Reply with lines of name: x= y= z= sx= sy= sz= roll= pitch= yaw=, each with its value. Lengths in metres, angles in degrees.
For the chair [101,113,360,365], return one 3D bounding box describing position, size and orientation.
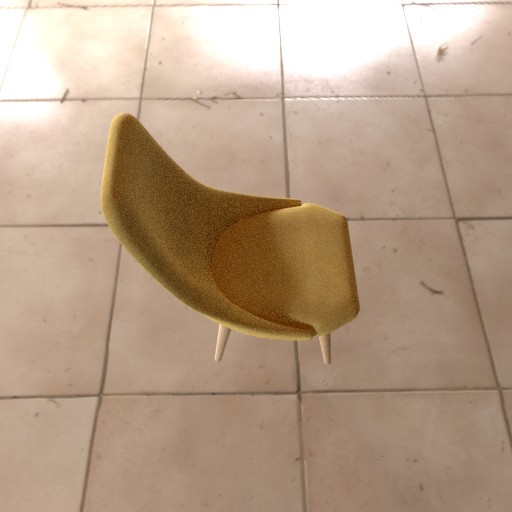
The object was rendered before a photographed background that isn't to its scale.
chair: x=0.000 y=0.000 z=1.428 sx=0.660 sy=1.040 sz=0.510 roll=-2 pitch=64 yaw=-1
